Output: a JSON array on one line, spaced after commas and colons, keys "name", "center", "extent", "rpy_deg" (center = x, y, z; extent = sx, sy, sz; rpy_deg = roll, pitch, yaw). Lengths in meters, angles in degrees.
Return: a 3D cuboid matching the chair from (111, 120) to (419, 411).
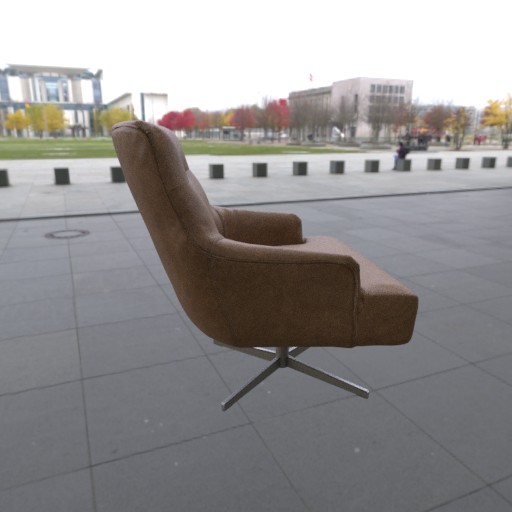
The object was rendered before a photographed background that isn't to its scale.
[{"name": "chair", "center": [0.000, 0.000, 1.515], "extent": [0.874, 0.869, 0.729], "rpy_deg": [-2, 16, -8]}]
